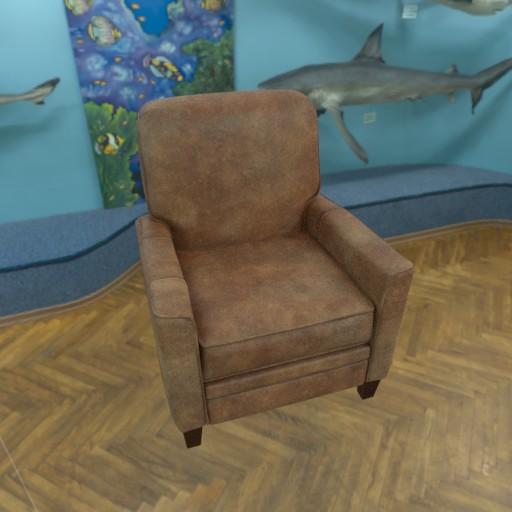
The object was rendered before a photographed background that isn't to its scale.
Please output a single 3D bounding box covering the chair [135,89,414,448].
[{"bbox_3d":[0.000,0.000,1.686,0.843,1.043,0.836,-10,34,-15],"label":"chair"}]
